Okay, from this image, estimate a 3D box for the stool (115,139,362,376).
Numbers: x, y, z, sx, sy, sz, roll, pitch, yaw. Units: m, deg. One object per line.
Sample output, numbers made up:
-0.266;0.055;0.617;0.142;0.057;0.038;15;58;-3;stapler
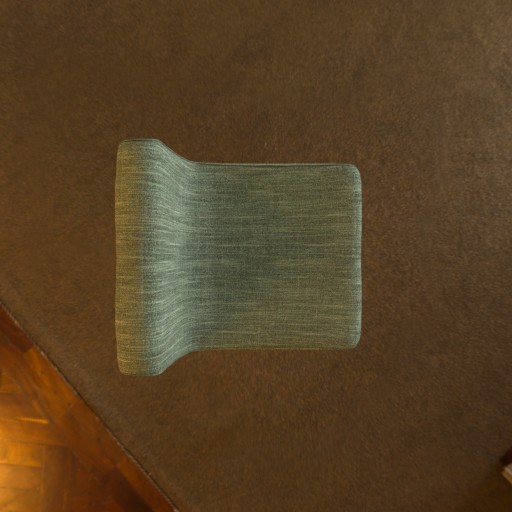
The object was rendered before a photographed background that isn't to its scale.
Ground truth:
0.000;0.000;1.254;0.499;0.965;0.426;0;90;1;stool
